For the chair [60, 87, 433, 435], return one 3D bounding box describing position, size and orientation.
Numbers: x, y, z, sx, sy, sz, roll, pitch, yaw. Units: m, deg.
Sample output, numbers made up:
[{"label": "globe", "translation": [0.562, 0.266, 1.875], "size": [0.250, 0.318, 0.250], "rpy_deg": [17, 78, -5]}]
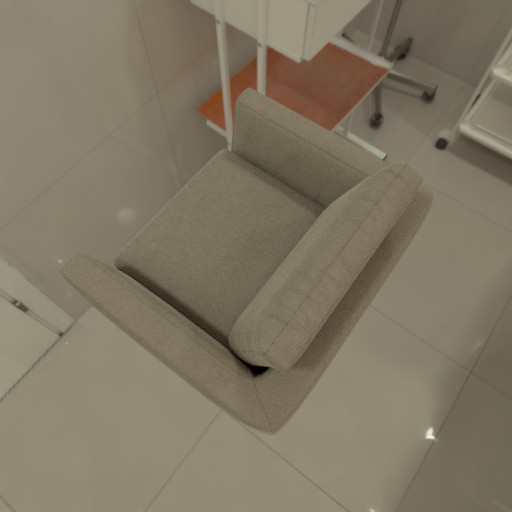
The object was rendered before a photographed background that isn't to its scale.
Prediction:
[{"label": "chair", "translation": [0.000, 0.000, 1.678], "size": [0.889, 0.864, 1.041], "rpy_deg": [34, 69, 15]}]
